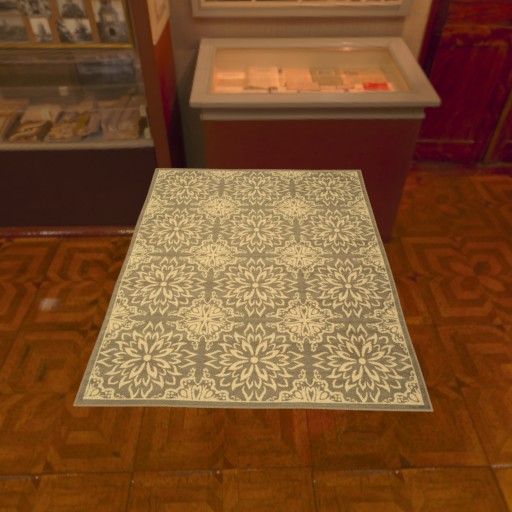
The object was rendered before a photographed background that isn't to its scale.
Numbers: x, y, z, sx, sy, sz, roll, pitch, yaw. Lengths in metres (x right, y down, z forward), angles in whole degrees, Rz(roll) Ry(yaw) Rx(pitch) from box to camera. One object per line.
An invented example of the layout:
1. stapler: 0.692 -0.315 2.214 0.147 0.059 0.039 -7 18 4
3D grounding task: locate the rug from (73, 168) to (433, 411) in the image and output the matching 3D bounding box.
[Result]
1. rug: 0.000 0.000 4.007 2.363 0.012 2.980 1 42 1
